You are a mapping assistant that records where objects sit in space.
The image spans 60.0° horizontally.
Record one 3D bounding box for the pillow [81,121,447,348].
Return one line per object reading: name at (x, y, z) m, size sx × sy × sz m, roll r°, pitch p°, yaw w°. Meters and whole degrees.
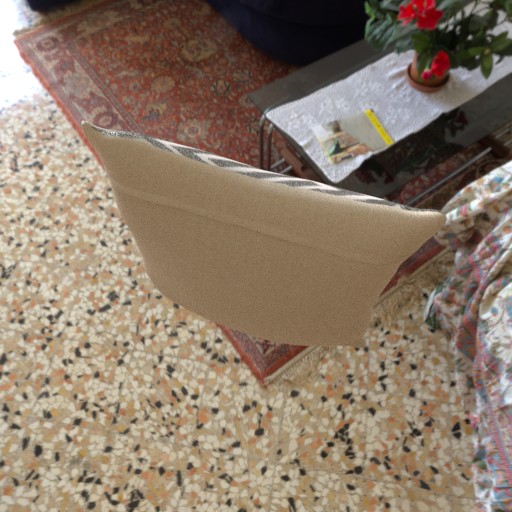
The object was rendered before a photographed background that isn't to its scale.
pillow at (0.000, 0.000, 0.681) m, size 0.440 × 0.441 × 0.182 m, roll 17°, pitch 64°, yaw 9°
